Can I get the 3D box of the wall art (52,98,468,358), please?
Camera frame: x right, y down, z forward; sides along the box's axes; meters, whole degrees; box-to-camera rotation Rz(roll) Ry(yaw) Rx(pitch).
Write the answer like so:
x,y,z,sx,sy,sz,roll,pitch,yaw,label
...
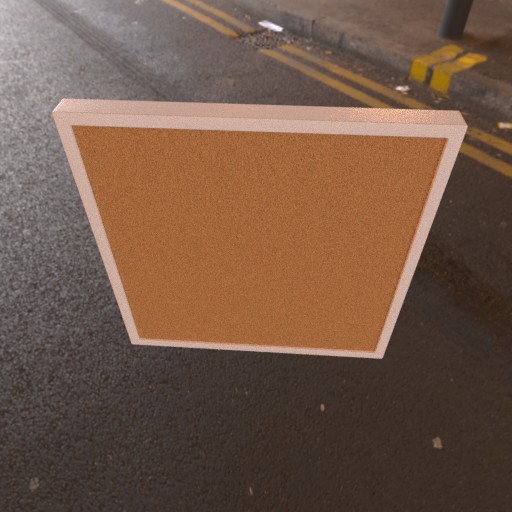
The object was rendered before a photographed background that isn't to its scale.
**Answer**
x,y,z,sx,sy,sz,roll,pitch,yaw,label
0.000,0.000,0.730,0.508,0.508,0.038,3,45,3,wall art
